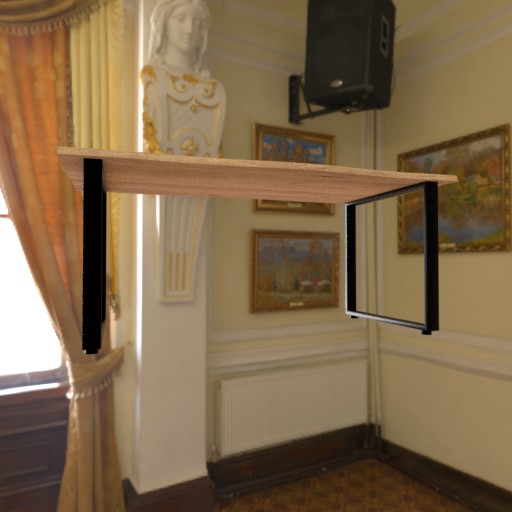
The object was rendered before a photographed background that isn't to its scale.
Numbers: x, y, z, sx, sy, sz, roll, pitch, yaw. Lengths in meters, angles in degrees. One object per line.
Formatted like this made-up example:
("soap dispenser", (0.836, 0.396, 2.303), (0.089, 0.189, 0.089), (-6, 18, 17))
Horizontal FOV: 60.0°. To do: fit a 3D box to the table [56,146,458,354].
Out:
("table", (0.000, 0.000, 2.294), (1.800, 0.780, 0.900), (0, -1, -17))
